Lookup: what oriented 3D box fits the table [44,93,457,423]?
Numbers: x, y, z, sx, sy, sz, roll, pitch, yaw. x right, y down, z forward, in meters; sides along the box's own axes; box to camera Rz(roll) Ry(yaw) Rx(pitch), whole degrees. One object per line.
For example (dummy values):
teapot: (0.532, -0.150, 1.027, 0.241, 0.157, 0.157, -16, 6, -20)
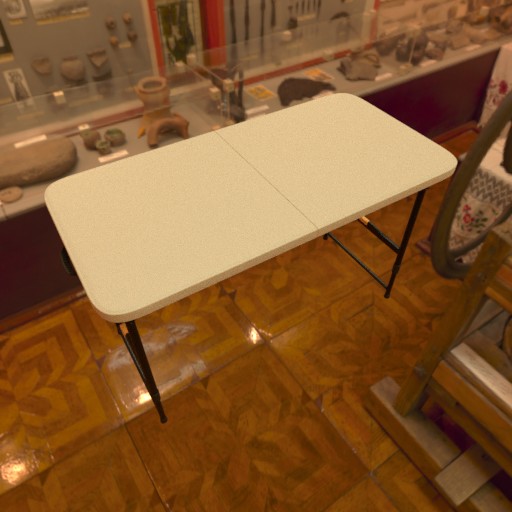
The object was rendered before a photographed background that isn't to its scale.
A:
table: (0.000, 0.000, 1.656, 1.245, 0.737, 0.611, -24, 51, -21)
